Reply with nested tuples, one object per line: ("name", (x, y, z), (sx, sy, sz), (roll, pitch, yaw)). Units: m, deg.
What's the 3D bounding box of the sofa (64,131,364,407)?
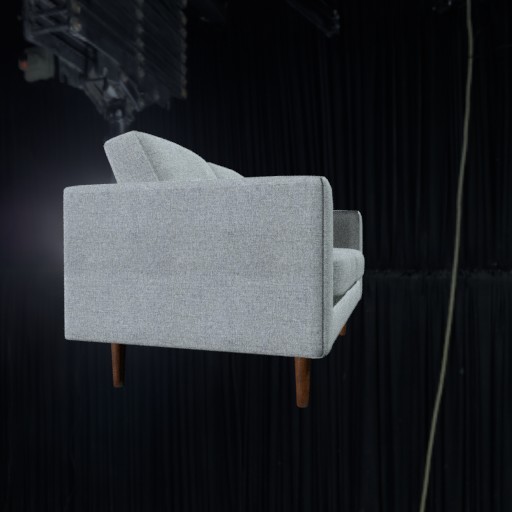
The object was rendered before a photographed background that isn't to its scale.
("sofa", (0.000, 0.000, 2.165), (0.969, 0.973, 1.527), (0, 1, 17))
